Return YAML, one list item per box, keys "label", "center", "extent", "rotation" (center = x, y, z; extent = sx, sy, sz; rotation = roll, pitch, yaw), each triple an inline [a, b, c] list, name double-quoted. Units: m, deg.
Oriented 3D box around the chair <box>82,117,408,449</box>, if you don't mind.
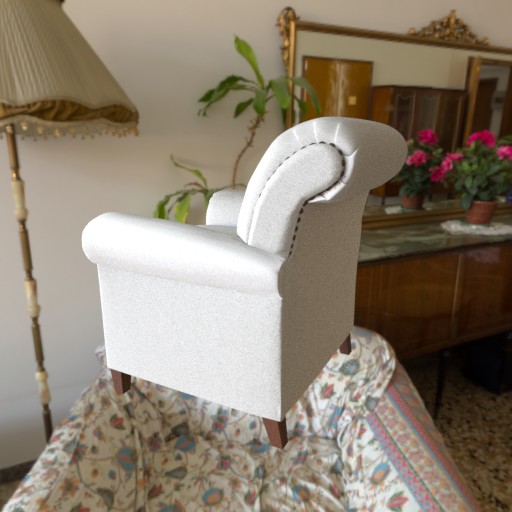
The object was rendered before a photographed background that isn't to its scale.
- label: "chair"
  center: [0.000, 0.000, 1.579]
  extent: [0.890, 0.927, 0.854]
  rotation: [8, 17, 27]
